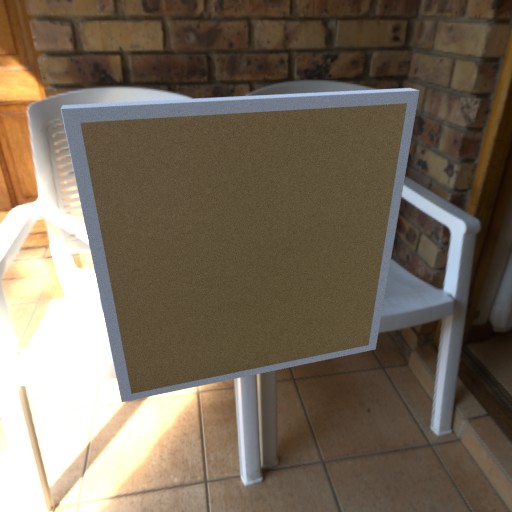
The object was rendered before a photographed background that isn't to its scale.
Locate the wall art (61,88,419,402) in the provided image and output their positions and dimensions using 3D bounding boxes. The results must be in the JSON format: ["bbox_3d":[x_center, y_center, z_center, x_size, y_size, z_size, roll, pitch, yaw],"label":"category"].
[{"bbox_3d":[0.000,0.000,1.114,0.763,0.761,0.038,-8,30,-14],"label":"wall art"}]
